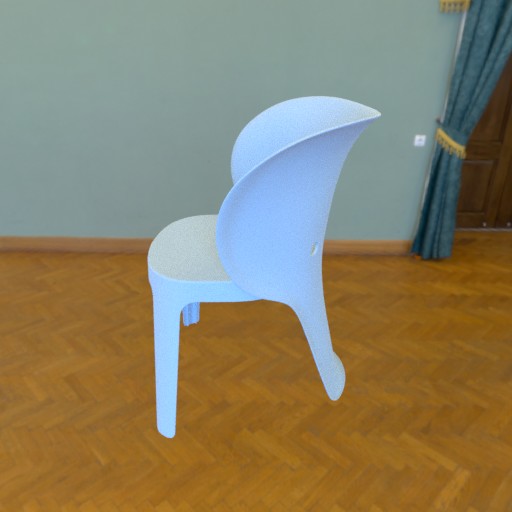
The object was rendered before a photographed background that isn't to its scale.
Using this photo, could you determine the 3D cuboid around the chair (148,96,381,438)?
[{"bbox_3d":[0.000,0.000,0.858,0.402,0.554,0.451,0,25,0],"label":"chair"}]
